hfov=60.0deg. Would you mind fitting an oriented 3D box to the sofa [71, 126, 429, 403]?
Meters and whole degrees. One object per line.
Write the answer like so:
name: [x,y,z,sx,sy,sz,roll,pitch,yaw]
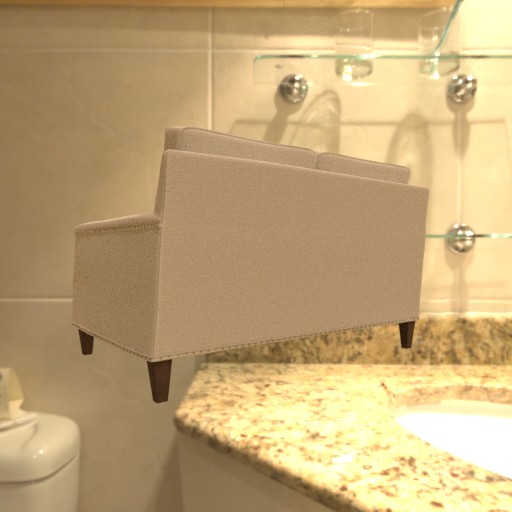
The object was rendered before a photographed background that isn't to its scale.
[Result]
sofa: [0.000,0.000,2.311,1.597,1.003,1.084,0,1,-37]
